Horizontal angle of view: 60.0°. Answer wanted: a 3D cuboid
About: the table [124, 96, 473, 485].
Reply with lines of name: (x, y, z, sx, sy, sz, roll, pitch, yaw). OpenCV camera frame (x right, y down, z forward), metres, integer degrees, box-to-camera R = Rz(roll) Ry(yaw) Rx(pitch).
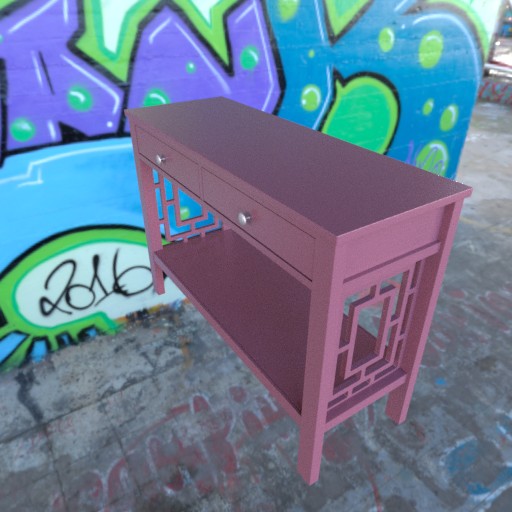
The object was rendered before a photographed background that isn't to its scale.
table: (0.000, 0.000, 1.420, 0.397, 0.753, 1.068, -19, 36, -28)
